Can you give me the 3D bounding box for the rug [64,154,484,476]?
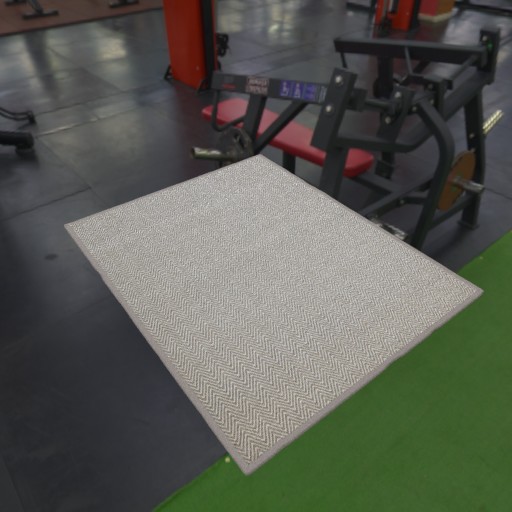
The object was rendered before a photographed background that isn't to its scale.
[{"bbox_3d":[0.000,0.000,3.978,2.434,0.032,3.007,-26,47,-28],"label":"rug"}]
